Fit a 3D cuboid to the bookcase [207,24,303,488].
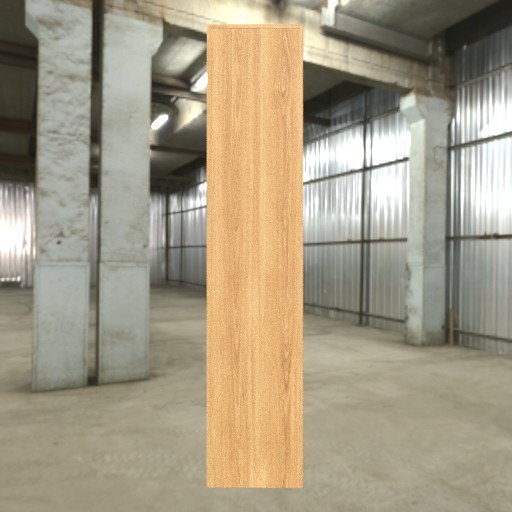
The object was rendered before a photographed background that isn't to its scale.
[{"bbox_3d":[0.000,0.000,2.406,0.420,2.020,0.950,0,0,1],"label":"bookcase"}]
